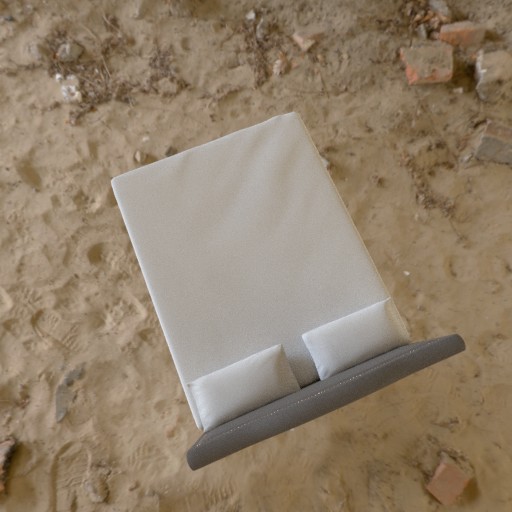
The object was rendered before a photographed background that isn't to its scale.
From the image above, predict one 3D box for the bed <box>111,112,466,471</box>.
[{"bbox_3d":[0.000,0.000,3.349,1.821,1.436,2.282,-22,76,-6],"label":"bed"}]
